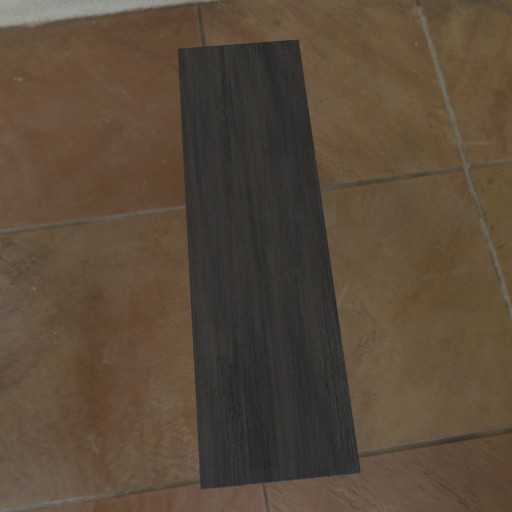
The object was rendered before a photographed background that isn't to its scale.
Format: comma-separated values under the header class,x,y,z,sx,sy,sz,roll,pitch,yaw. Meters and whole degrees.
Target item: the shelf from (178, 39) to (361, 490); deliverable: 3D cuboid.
class,x,y,z,sx,sy,sz,roll,pitch,yaw
shelf,0.000,0.000,1.501,0.400,0.495,1.300,-5,74,-1
